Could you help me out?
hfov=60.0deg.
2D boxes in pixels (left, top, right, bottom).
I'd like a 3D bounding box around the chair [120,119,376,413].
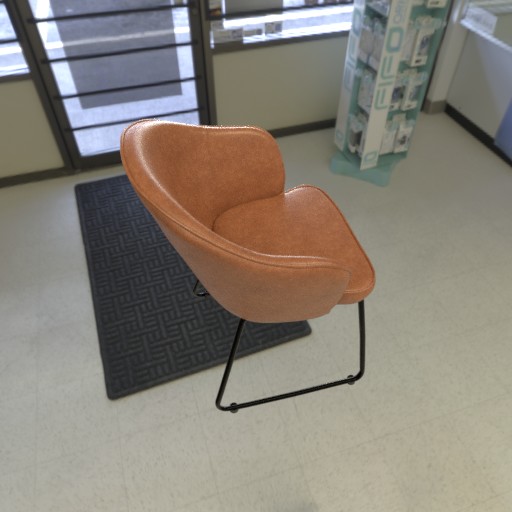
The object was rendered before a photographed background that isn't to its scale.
[{"bbox_3d":[0.000,0.000,1.244,0.580,0.785,0.582,-11,47,-11],"label":"chair"}]
